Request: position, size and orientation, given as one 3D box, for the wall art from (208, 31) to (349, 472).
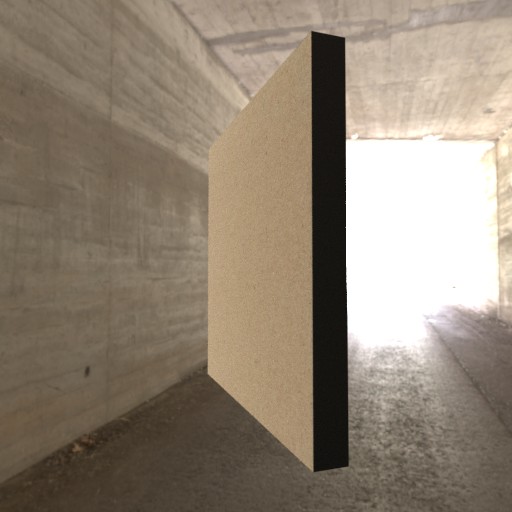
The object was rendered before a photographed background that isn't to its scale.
[{"bbox_3d":[0.000,0.000,0.478,0.029,0.318,0.327,1,-2,-19],"label":"wall art"}]
